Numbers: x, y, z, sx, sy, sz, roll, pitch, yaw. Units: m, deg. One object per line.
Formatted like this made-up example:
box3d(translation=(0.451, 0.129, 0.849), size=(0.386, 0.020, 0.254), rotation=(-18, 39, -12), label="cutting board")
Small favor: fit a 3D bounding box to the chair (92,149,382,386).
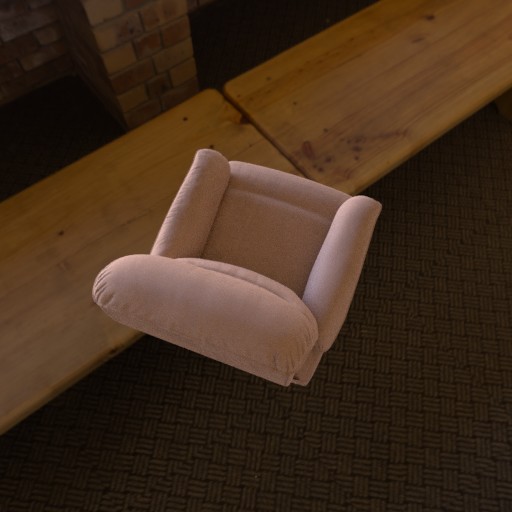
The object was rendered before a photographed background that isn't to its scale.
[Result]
box3d(translation=(0.000, 0.000, 1.764), size=(0.820, 1.037, 1.004), rotation=(19, 65, 9), label="chair")
